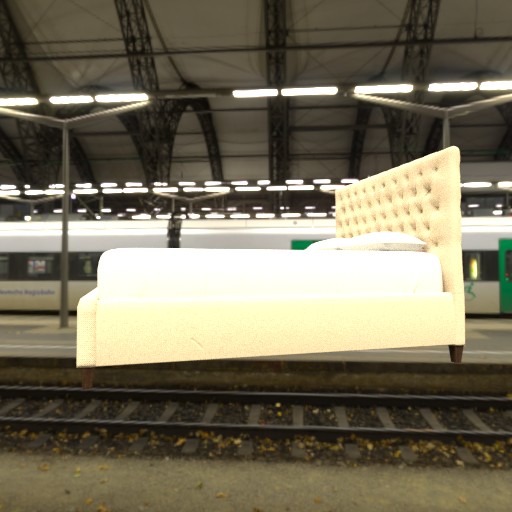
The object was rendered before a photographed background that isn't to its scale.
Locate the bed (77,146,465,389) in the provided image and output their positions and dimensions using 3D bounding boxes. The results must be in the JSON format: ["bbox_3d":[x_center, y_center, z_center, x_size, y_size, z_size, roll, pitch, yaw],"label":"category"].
[{"bbox_3d":[0.000,0.000,3.385,2.387,1.427,1.698,0,-2,-16],"label":"bed"}]
